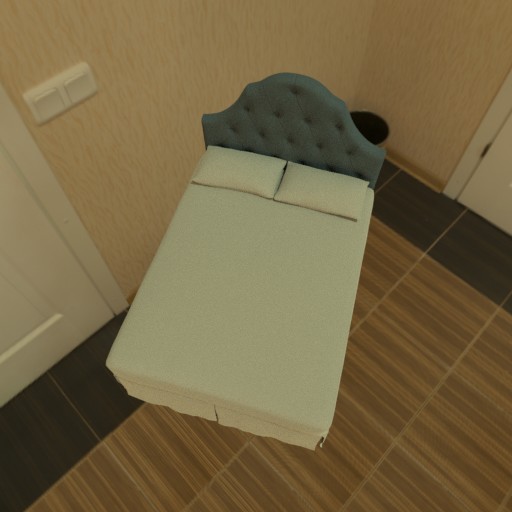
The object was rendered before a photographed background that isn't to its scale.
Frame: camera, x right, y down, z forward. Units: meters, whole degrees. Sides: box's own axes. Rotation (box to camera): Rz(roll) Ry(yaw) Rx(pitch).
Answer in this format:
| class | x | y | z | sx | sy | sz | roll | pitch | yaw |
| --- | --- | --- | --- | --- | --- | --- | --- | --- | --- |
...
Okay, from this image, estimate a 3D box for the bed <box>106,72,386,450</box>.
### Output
| class | x | y | z | sx | sy | sz | roll | pitch | yaw |
| --- | --- | --- | --- | --- | --- | --- | --- | --- | --- |
| bed | 0.000 | 0.000 | 3.268 | 1.636 | 1.575 | 2.155 | 14 | 60 | 8 |
